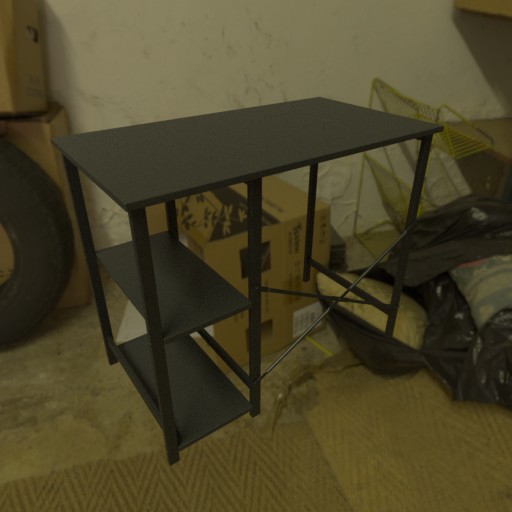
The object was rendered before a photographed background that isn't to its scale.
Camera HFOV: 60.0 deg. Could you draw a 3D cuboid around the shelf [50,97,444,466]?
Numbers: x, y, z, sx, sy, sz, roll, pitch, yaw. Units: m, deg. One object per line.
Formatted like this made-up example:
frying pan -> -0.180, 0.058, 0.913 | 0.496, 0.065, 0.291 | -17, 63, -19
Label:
shelf -> 0.000, 0.000, 1.341 | 0.902, 0.749, 0.498 | -20, 36, -30
